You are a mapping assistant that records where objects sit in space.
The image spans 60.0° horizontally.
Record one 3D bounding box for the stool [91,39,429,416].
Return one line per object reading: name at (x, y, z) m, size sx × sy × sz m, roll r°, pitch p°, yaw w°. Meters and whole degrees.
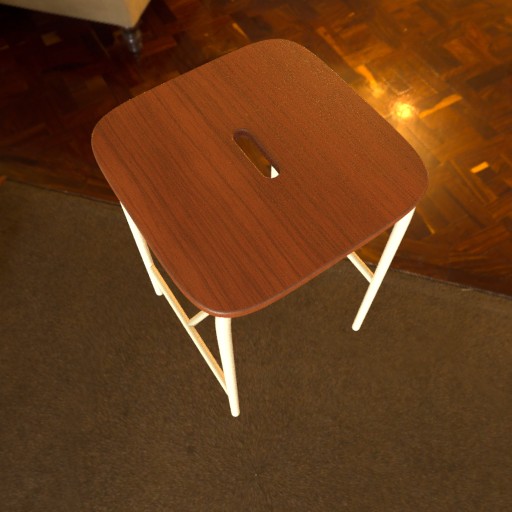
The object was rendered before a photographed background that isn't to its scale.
stool at (0.000, 0.000, 0.851) m, size 0.376 × 0.610 × 0.376 m, roll -32°, pitch 68°, yaw -14°
